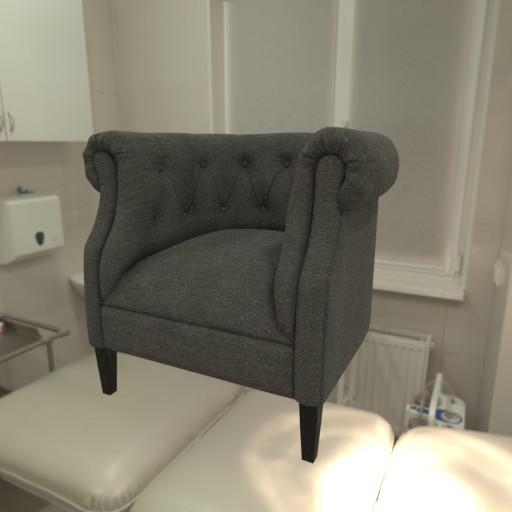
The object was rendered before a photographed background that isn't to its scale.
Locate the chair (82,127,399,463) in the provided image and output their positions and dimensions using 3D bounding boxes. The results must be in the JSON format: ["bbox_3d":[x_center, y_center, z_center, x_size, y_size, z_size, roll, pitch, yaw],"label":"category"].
[{"bbox_3d":[0.000,0.000,1.514,0.905,0.827,0.852,7,16,26],"label":"chair"}]
